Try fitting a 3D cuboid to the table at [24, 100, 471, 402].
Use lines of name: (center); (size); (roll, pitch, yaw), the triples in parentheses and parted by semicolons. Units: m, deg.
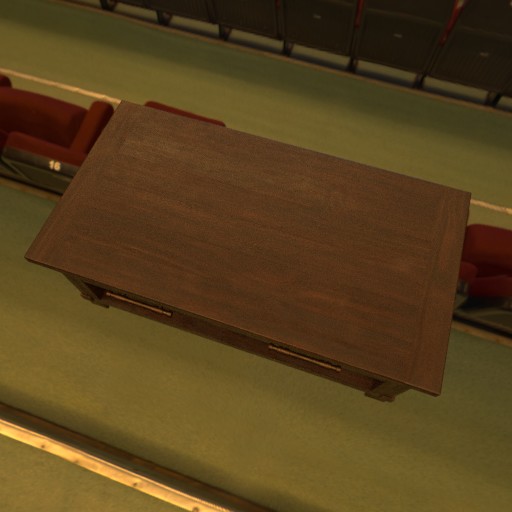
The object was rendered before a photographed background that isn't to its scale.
table: (0.000, 0.000, 1.627); (1.270, 0.494, 0.700); (17, 66, 8)
